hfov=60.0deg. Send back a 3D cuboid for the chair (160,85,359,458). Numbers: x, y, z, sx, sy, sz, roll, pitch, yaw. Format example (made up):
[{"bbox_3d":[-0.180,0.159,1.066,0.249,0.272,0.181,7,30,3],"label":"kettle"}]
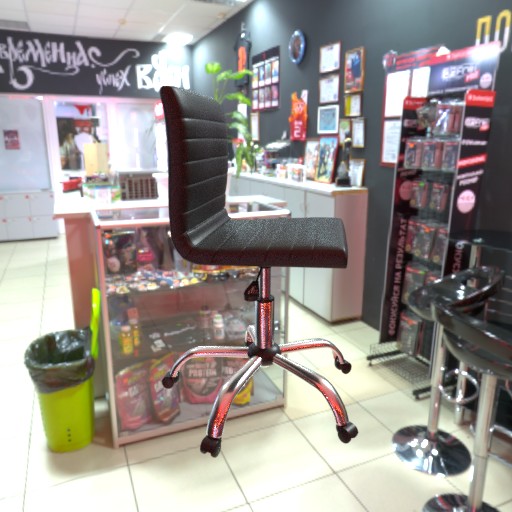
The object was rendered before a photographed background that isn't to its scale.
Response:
[{"bbox_3d":[0.000,0.000,1.118,0.530,0.780,0.556,2,15,9],"label":"chair"}]
